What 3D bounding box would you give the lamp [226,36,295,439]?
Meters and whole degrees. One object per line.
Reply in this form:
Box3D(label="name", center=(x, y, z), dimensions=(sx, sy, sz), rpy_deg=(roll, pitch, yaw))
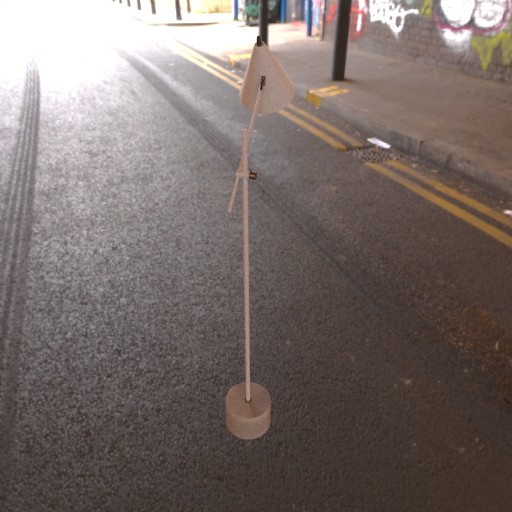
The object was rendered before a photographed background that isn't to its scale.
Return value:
Box3D(label="lamp", center=(0.000, 0.000, 1.614), dimensions=(0.223, 1.430, 0.508), rpy_deg=(10, 34, 15))
